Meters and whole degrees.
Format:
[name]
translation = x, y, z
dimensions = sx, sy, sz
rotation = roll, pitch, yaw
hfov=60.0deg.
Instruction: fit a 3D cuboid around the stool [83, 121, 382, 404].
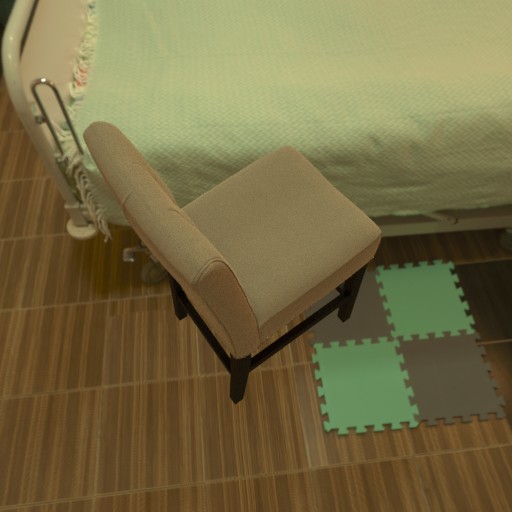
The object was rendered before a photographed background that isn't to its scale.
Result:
[stool]
translation = 0.000, 0.000, 1.208
dimensions = 0.571, 0.885, 0.427
rotation = -31, 63, -18
